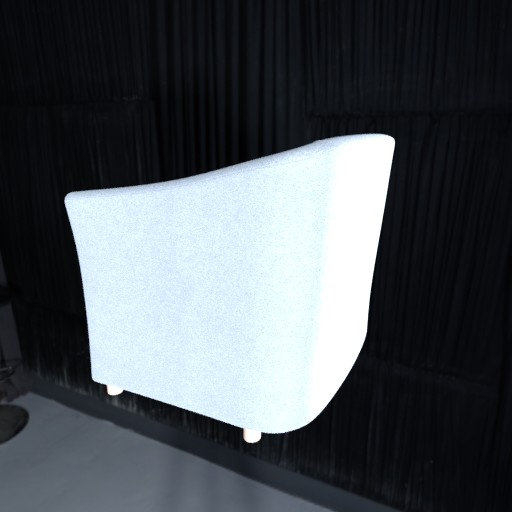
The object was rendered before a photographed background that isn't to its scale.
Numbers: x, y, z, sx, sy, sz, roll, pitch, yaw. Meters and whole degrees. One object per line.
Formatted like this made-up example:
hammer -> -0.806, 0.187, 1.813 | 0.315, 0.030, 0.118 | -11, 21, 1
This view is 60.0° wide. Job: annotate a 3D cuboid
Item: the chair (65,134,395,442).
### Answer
chair -> 0.000, 0.000, 1.351 | 0.700, 0.720, 0.790 | 8, 18, 25
